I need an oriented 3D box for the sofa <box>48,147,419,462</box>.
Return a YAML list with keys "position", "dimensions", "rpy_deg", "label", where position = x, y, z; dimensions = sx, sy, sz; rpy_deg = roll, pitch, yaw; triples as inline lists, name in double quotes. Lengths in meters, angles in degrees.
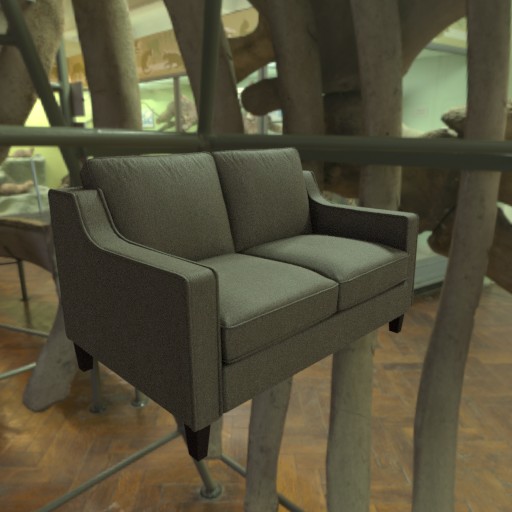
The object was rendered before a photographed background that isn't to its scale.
- position: [0.000, 0.000, 2.124]
  dimensions: [0.985, 0.981, 1.503]
  rpy_deg: [14, 21, 42]
  label: "sofa"
